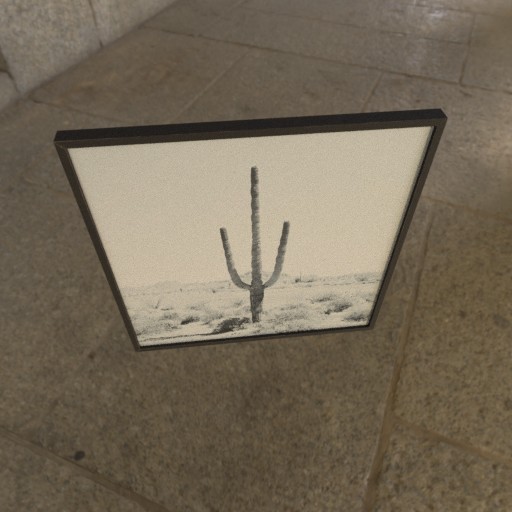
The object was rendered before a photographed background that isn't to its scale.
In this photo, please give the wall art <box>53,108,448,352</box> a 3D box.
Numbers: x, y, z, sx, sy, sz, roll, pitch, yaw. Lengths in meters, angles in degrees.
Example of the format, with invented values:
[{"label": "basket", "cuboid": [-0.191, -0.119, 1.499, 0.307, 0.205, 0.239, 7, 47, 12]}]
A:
[{"label": "wall art", "cuboid": [0.000, 0.000, 1.145, 0.762, 0.762, 0.038, -5, 48, -4]}]
